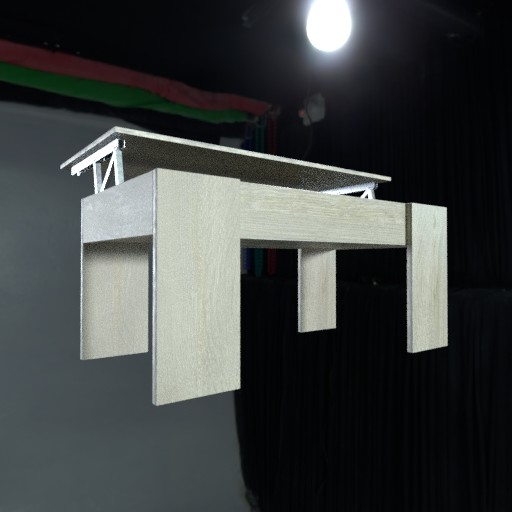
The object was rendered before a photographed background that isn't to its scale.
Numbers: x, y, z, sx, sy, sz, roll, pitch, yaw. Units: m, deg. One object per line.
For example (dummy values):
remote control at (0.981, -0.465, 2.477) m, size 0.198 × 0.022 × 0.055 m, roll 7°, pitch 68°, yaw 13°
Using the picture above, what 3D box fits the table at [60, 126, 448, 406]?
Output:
table at (0.000, 0.000, 1.400) m, size 1.000 × 0.570 × 0.711 m, roll 1°, pitch -1°, yaw -37°
